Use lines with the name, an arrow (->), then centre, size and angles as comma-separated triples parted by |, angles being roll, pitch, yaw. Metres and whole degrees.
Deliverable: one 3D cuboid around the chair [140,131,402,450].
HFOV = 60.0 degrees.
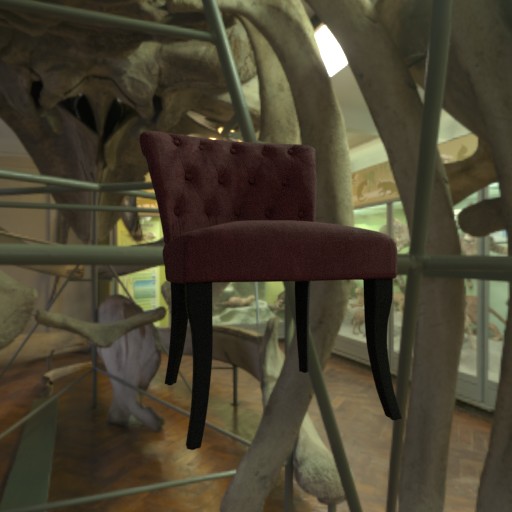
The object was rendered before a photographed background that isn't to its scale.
chair -> 0.000, 0.000, 1.211 | 0.582, 0.750, 0.605 | 0, 0, -19
